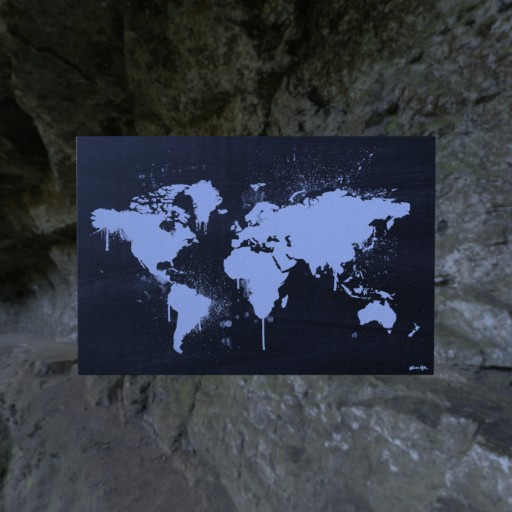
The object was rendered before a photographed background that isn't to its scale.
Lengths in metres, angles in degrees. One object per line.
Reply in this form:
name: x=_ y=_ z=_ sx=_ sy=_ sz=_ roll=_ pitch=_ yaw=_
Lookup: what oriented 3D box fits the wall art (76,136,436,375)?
wall art: x=0.000 y=0.000 z=0.773 sx=0.610 sy=0.409 sz=0.038 roll=0 pitch=1 yaw=0
